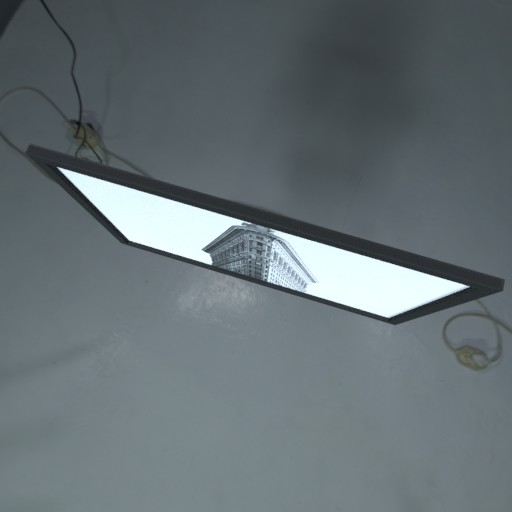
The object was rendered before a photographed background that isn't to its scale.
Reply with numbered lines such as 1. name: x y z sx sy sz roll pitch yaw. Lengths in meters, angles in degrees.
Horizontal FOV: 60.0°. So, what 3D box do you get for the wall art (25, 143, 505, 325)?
1. wall art: 0.000 0.000 1.178 0.964 0.659 0.049 18 76 4
